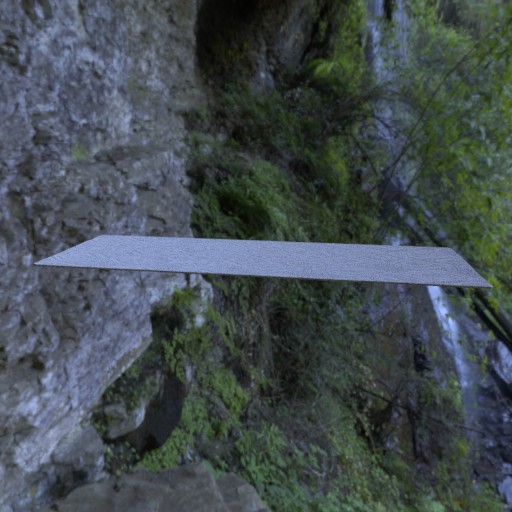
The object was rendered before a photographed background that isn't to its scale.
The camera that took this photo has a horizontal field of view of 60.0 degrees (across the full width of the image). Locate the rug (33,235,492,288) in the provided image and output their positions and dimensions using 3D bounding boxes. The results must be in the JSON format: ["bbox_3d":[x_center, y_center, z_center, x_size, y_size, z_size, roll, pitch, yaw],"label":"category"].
[{"bbox_3d":[0.000,0.000,2.685,2.436,0.013,0.807,2,15,9],"label":"rug"}]
